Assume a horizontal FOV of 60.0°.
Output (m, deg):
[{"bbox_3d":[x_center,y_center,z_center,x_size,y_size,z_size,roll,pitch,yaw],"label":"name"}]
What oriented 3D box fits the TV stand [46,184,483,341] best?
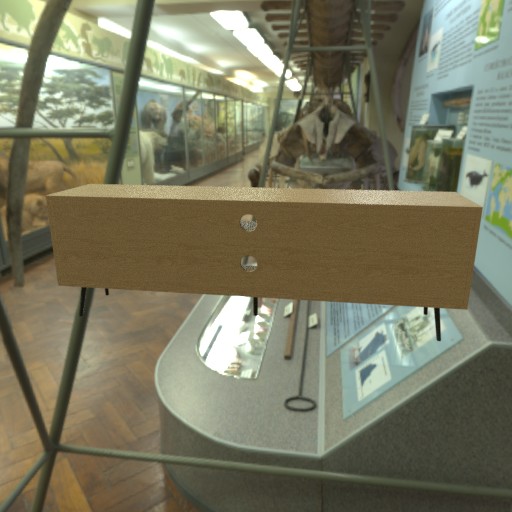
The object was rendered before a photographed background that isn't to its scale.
[{"bbox_3d":[0.000,0.000,2.042,1.760,0.580,0.400,3,17,8],"label":"TV stand"}]
